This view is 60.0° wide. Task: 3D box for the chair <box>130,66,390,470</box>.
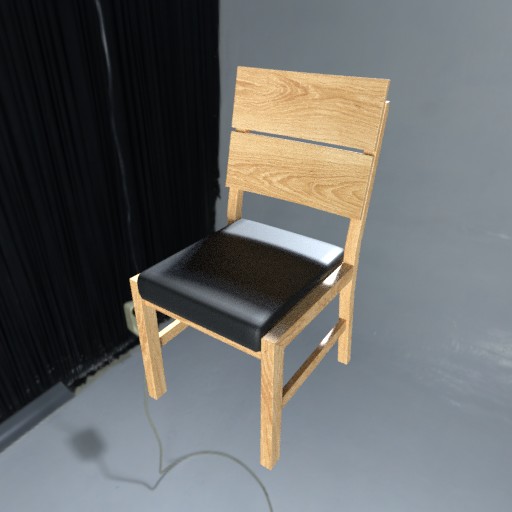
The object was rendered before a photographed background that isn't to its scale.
[{"bbox_3d":[0.000,0.000,1.298,0.475,0.950,0.569,19,35,29],"label":"chair"}]
